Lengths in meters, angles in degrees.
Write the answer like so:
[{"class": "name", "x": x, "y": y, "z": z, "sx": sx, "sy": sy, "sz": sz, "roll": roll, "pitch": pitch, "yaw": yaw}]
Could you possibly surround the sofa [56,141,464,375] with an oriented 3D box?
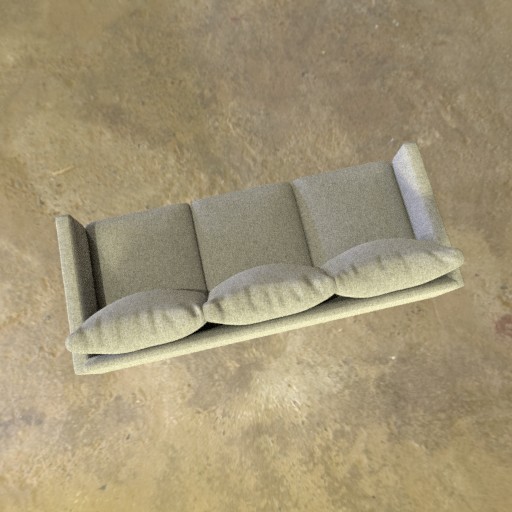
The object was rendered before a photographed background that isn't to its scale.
[{"class": "sofa", "x": 0.000, "y": 0.000, "z": 2.448, "sx": 2.000, "sy": 0.830, "sz": 0.850, "roll": -12, "pitch": 77, "yaw": -3}]
